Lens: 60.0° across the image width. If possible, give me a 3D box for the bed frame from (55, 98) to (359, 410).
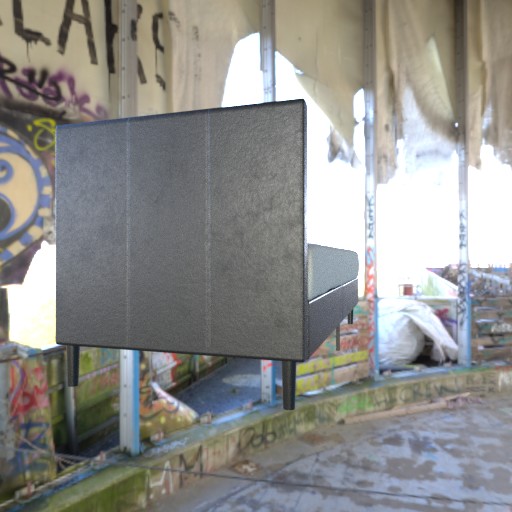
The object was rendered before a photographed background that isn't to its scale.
[{"bbox_3d":[0.000,0.000,2.477,1.038,1.046,2.152,0,0,18],"label":"bed frame"}]
